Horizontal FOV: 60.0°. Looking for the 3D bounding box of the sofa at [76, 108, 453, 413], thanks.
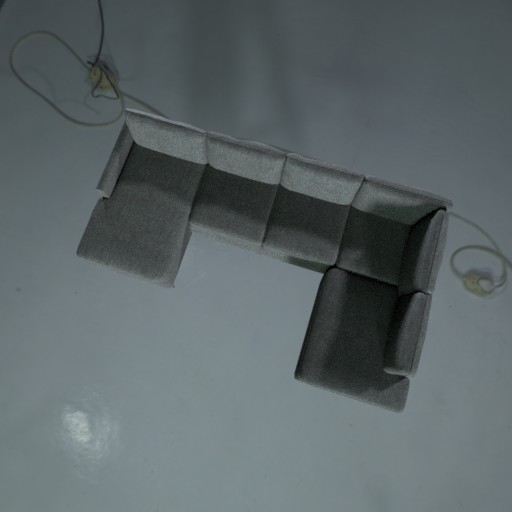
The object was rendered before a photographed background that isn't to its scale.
[{"bbox_3d":[0.000,0.000,4.383,3.423,0.999,2.048,17,77,4],"label":"sofa"}]
